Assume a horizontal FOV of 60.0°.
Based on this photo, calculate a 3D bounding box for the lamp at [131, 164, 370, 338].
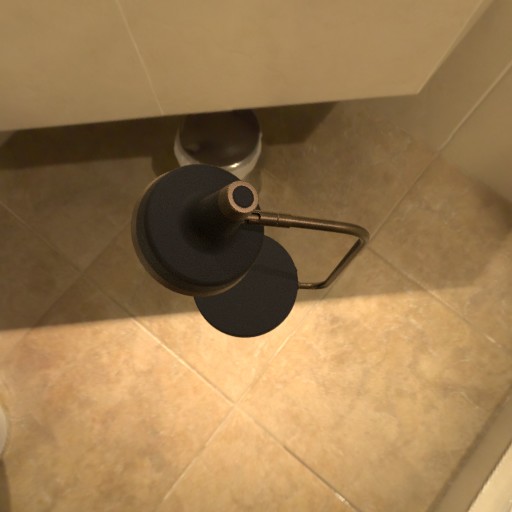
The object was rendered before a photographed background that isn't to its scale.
[{"bbox_3d":[0.000,0.000,0.498,0.218,0.385,0.162,2,76,1],"label":"lamp"}]
